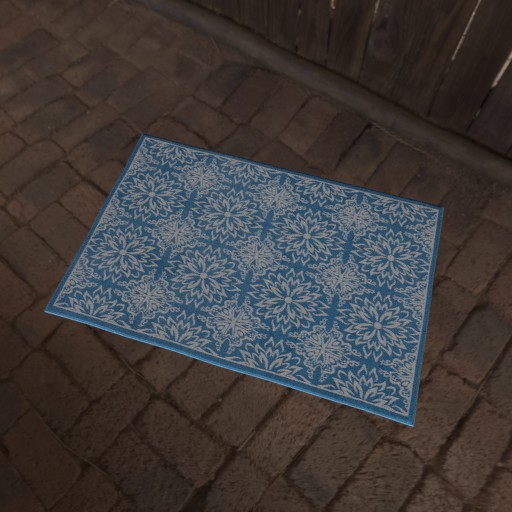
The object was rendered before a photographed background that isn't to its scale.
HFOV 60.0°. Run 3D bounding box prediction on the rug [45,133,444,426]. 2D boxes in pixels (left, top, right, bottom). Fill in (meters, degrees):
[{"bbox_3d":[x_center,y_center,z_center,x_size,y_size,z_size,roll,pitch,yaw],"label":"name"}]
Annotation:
[{"bbox_3d":[0.000,0.000,3.545,2.769,0.018,1.830,15,64,8],"label":"rug"}]
